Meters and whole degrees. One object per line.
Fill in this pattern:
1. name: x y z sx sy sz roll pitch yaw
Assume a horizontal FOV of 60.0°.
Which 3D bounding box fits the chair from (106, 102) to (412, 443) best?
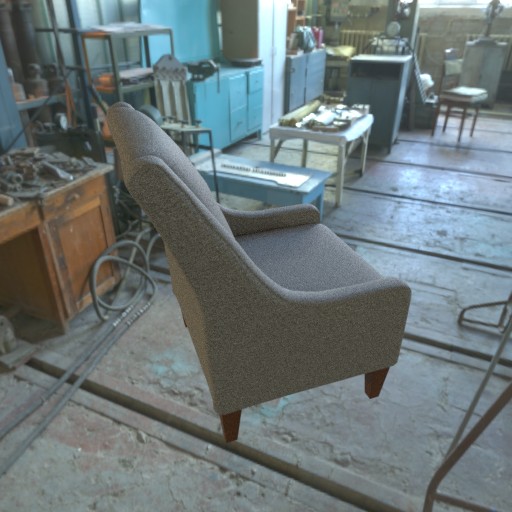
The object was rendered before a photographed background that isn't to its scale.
1. chair: 0.000 0.000 1.627 0.870 1.016 0.774 -10 31 -17
